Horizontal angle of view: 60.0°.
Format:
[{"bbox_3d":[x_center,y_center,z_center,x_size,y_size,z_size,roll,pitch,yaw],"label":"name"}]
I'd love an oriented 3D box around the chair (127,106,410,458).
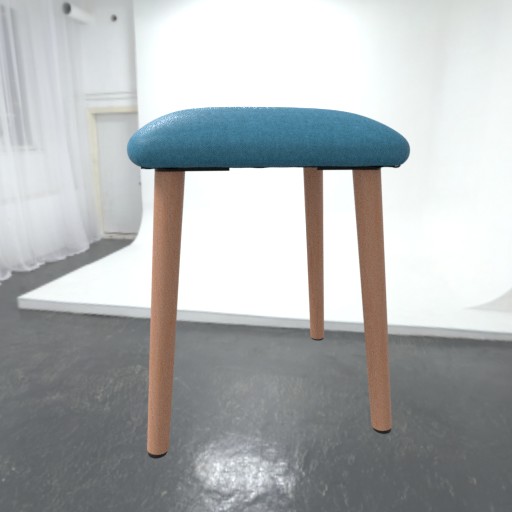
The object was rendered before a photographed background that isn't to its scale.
[{"bbox_3d":[0.000,0.000,0.715,0.360,0.450,0.360,-2,14,-9],"label":"chair"}]
